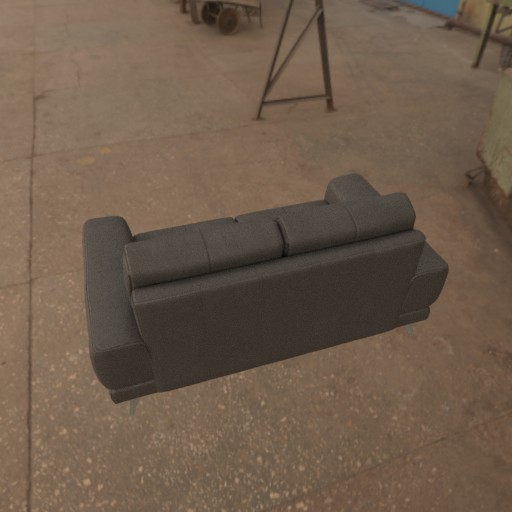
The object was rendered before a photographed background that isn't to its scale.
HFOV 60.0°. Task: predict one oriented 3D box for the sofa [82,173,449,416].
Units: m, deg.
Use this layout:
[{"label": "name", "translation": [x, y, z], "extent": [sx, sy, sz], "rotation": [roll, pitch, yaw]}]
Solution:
[{"label": "sofa", "translation": [0.000, 0.000, 2.447], "extent": [1.806, 0.907, 1.018], "rotation": [-12, 42, -14]}]
